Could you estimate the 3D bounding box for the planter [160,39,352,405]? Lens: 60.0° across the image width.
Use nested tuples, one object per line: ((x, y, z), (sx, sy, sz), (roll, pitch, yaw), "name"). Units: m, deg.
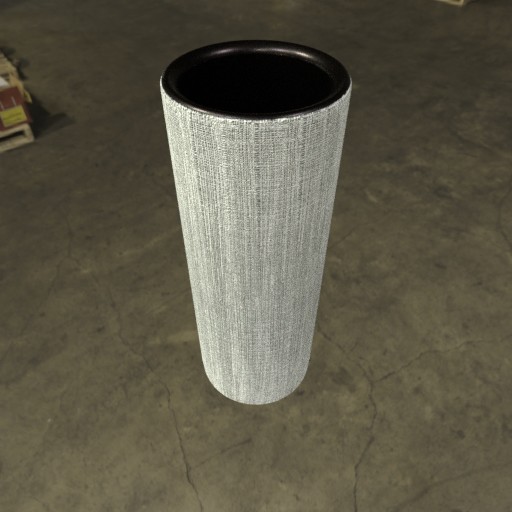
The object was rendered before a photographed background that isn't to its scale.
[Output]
((0.000, 0.000, 0.326), (0.100, 0.270, 0.100), (-32, 53, -28), "planter")
